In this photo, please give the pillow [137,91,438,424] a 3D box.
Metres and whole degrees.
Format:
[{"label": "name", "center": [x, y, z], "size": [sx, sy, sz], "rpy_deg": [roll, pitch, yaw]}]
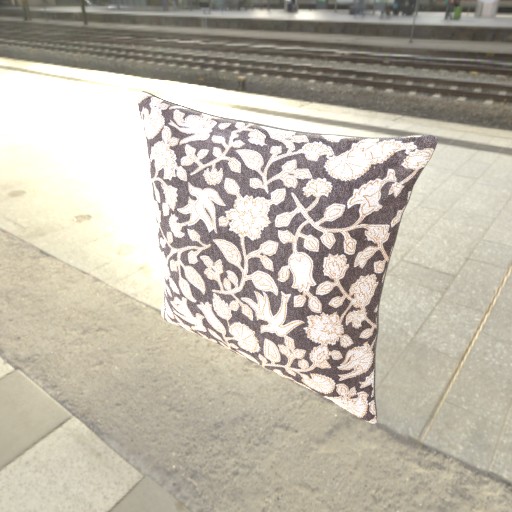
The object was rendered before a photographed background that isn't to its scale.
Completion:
[{"label": "pillow", "center": [0.000, 0.000, 0.786], "size": [0.526, 0.507, 0.166], "rpy_deg": [20, 36, 29]}]
